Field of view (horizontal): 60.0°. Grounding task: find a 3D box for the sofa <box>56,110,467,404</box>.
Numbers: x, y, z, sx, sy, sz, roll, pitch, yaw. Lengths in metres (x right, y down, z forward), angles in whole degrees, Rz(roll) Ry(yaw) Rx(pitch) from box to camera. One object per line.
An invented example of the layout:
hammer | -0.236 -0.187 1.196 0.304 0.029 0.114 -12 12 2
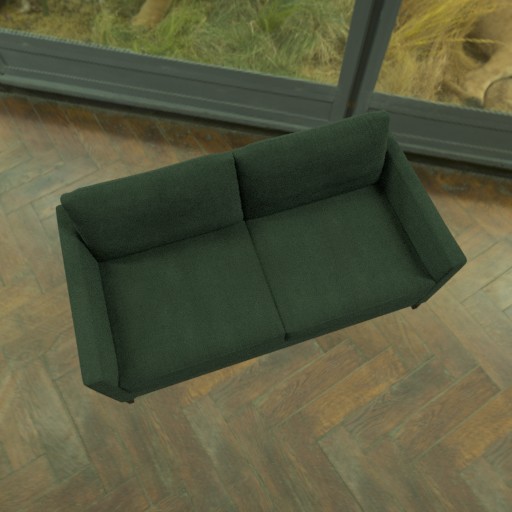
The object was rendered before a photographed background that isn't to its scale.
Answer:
sofa | 0.000 0.000 2.140 1.676 0.817 0.875 -17 66 -8
